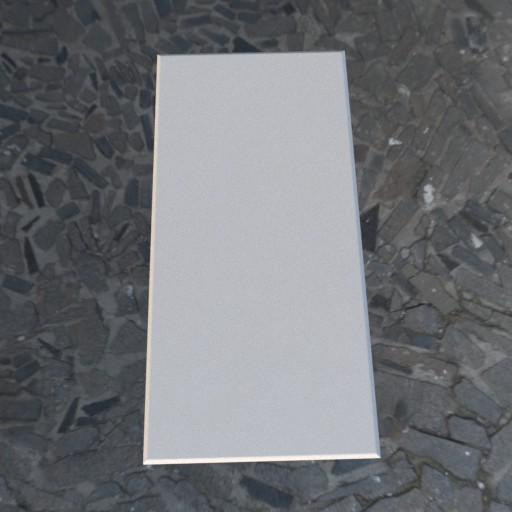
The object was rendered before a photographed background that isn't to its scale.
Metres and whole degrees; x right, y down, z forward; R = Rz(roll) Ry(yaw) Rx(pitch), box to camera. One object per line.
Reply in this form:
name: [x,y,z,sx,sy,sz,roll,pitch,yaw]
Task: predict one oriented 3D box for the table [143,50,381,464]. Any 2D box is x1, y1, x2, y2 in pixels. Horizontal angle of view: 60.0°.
table: [0.000,0.000,1.404,0.551,0.506,1.109,-1,76,0]
